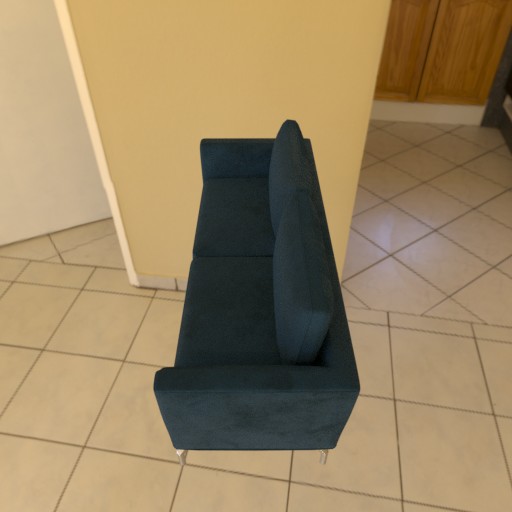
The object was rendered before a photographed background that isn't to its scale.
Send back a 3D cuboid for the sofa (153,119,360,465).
[{"bbox_3d":[0.000,0.000,2.768,0.853,0.998,2.212,0,41,0],"label":"sofa"}]
